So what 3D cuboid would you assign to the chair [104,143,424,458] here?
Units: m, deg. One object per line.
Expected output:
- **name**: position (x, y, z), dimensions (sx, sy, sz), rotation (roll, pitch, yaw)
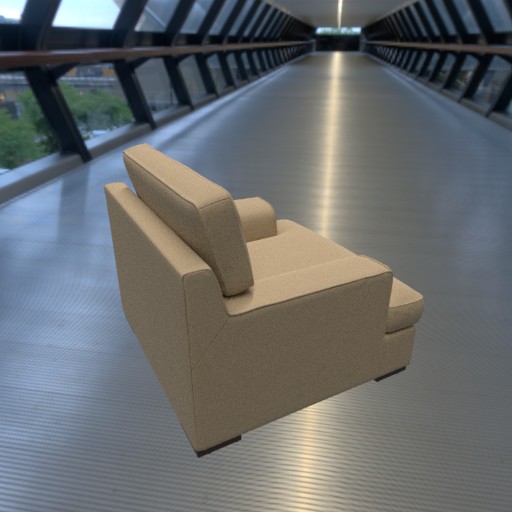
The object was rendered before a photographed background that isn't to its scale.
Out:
- **chair**: position (0.000, 0.000, 2.160), dimensions (1.274, 1.005, 1.293), rotation (-17, 30, -32)
